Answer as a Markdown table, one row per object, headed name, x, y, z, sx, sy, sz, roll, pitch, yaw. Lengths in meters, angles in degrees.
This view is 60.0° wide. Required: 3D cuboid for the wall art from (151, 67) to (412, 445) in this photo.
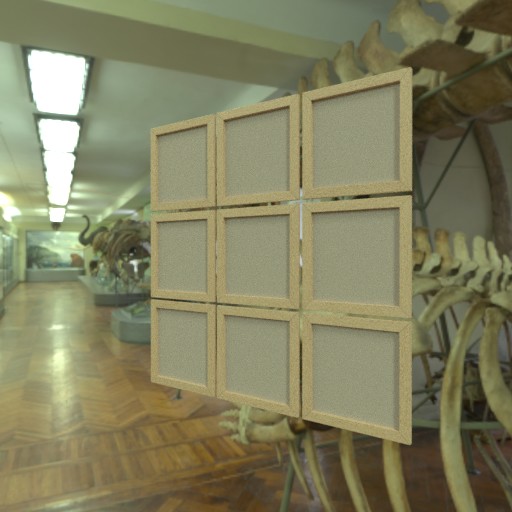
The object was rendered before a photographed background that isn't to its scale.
| name | x | y | z | sx | sy | sz | roll | pitch | yaw |
| --- | --- | --- | --- | --- | --- | --- | --- | --- | --- |
| wall art | 0.000 | 0.000 | 1.771 | 1.217 | 1.207 | 0.016 | 0 | 0 | 35 |
